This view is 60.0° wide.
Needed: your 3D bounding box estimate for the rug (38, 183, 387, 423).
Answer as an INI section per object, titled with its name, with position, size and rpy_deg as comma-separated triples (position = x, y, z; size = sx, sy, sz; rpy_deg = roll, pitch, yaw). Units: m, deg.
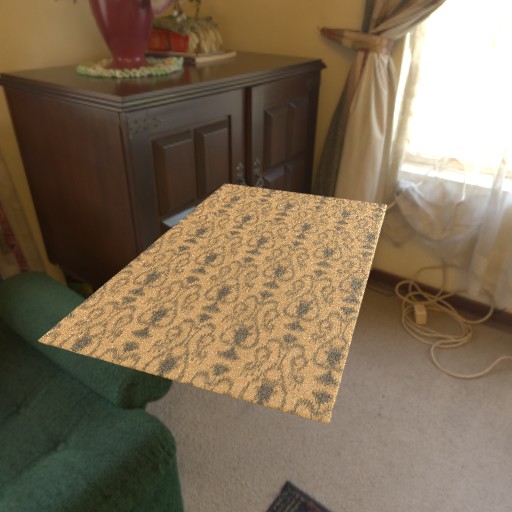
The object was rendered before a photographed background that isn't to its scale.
[rug]
position = 0.000, 0.000, 2.073
size = 1.035, 0.006, 1.652
rpy_deg = 10, 31, 17
